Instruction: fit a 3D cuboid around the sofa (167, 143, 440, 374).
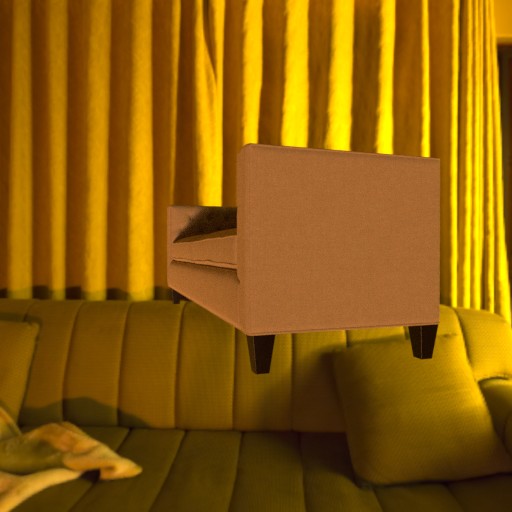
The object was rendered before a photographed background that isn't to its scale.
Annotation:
[{"bbox_3d":[0.000,0.000,2.571,0.775,0.762,2.159,0,1,-18],"label":"sofa"}]
